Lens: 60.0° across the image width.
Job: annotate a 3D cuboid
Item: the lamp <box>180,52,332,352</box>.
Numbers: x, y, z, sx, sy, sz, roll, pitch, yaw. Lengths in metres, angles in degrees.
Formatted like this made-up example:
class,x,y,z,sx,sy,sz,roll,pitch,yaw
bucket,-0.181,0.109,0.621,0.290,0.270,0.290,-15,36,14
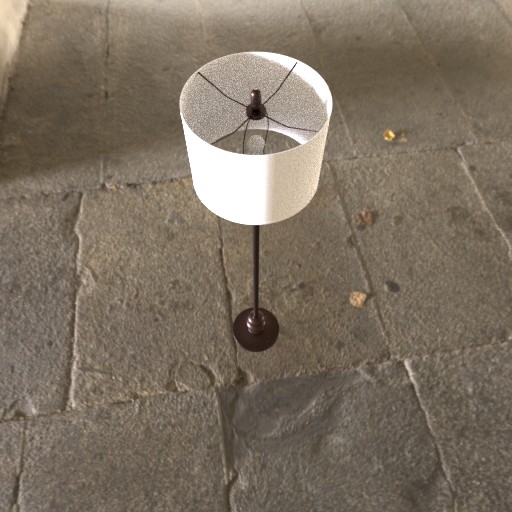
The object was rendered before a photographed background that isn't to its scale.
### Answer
class,x,y,z,sx,sy,sz,roll,pitch,yaw
lamp,0.000,0.000,1.653,0.356,1.487,0.356,32,64,17
